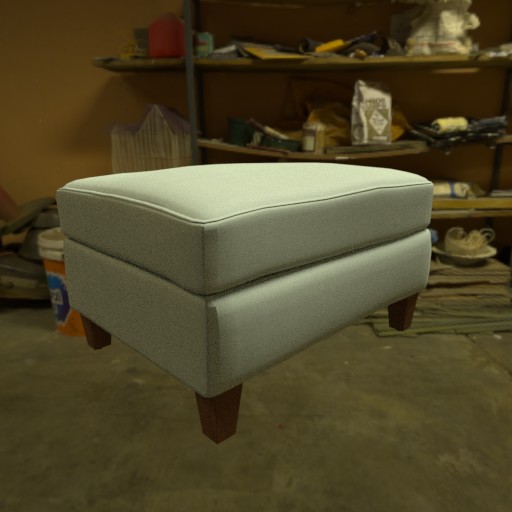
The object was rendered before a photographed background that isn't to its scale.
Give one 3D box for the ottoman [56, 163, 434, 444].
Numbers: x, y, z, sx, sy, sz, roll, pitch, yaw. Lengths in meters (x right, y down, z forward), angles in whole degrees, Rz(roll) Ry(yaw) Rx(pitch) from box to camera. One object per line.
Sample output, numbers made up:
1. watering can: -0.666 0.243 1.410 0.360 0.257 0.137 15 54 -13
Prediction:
1. ottoman: 0.000 0.000 1.201 0.818 0.496 0.634 -15 22 -42
